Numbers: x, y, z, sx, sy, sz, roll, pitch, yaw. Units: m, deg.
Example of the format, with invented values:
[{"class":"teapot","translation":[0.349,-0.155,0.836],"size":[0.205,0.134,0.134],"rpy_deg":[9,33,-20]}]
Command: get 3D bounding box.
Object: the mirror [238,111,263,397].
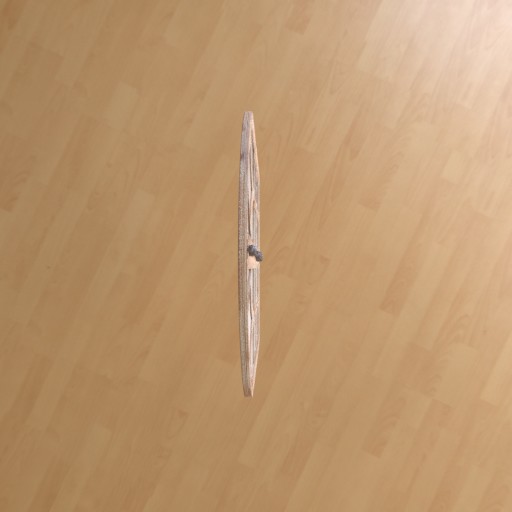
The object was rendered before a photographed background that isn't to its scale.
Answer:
[{"class":"mirror","translation":[0.000,0.000,1.159],"size":[0.032,0.915,0.609],"rpy_deg":[0,89,2]}]
